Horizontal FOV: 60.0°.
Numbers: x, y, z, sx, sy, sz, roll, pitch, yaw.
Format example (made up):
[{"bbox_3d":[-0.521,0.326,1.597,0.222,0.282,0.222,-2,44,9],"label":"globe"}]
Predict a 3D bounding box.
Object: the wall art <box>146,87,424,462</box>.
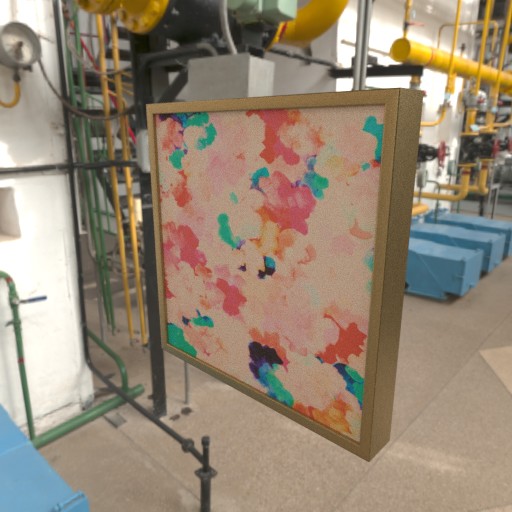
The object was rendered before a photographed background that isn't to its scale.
[{"bbox_3d":[0.000,0.000,0.455,0.304,0.305,0.038,14,21,41],"label":"wall art"}]
